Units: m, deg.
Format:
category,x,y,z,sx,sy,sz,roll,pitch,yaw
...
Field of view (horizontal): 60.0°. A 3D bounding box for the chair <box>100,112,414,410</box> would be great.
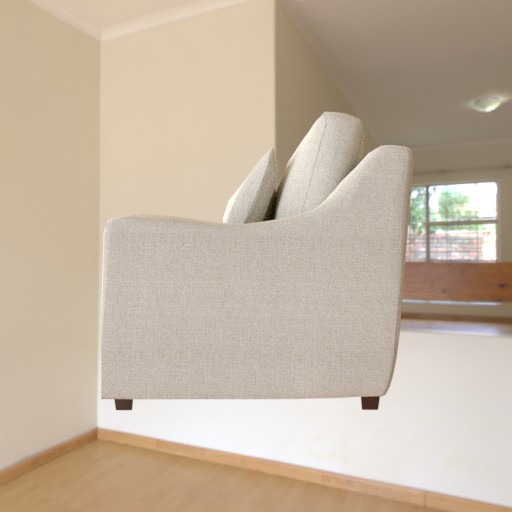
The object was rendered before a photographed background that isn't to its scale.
category,x,y,z,sx,sy,sz,roll,pitch,yaw
chair,0.000,0.000,1.969,1.009,1.016,1.178,0,-1,0
